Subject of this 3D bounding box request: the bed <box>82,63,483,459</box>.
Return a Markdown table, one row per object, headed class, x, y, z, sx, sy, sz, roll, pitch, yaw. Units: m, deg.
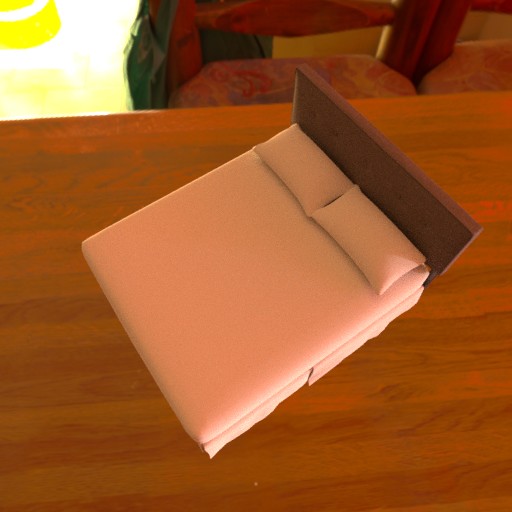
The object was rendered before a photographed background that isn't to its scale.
| class | x | y | z | sx | sy | sz | roll | pitch | yaw |
| --- | --- | --- | --- | --- | --- | --- | --- | --- | --- |
| bed | 0.000 | 0.000 | 2.892 | 1.894 | 1.089 | 1.610 | -32 | 67 | -15 |
